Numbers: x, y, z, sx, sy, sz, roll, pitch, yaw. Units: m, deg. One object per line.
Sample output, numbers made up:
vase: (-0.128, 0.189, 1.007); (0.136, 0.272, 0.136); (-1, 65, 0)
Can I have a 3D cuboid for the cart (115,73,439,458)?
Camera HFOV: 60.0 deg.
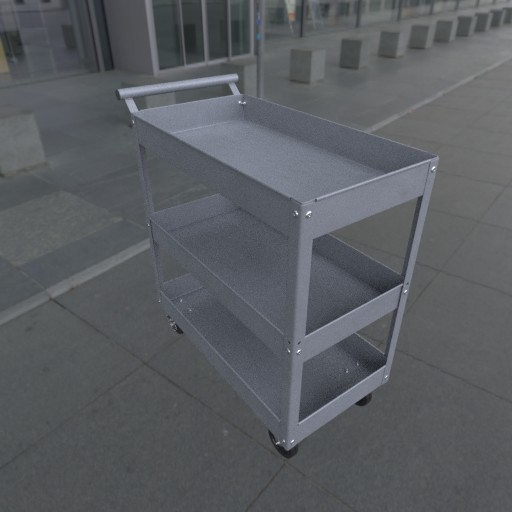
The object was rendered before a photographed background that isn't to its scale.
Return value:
cart: (0.000, 0.000, 1.185); (0.366, 0.780, 0.719); (-22, 38, -30)
